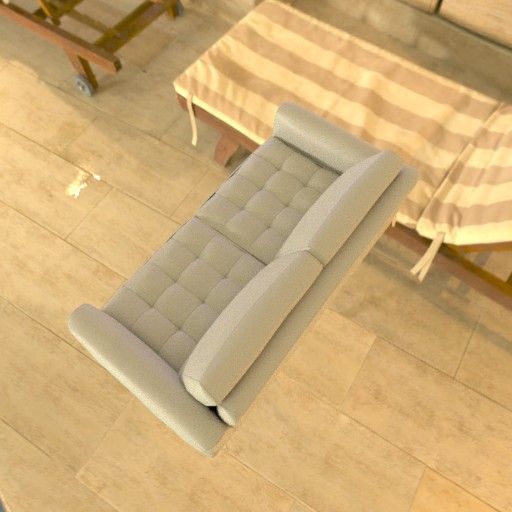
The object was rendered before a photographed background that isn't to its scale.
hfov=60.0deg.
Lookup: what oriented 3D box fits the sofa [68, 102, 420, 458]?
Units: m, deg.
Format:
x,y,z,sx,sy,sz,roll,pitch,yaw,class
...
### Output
x,y,z,sx,sy,sz,roll,pitch,yaw,class
0.000,0.000,2.788,1.121,0.930,2.177,35,68,16,sofa
